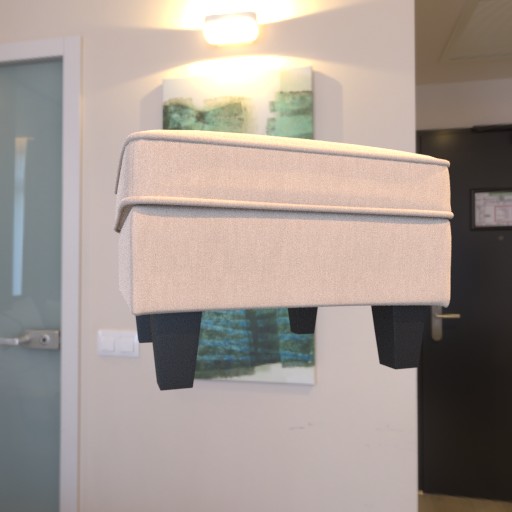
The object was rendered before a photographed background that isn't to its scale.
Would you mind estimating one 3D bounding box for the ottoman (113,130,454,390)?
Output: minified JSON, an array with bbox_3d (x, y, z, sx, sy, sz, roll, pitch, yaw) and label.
[{"bbox_3d":[0.000,0.000,1.018,0.616,0.438,0.613,0,-1,-19],"label":"ottoman"}]
